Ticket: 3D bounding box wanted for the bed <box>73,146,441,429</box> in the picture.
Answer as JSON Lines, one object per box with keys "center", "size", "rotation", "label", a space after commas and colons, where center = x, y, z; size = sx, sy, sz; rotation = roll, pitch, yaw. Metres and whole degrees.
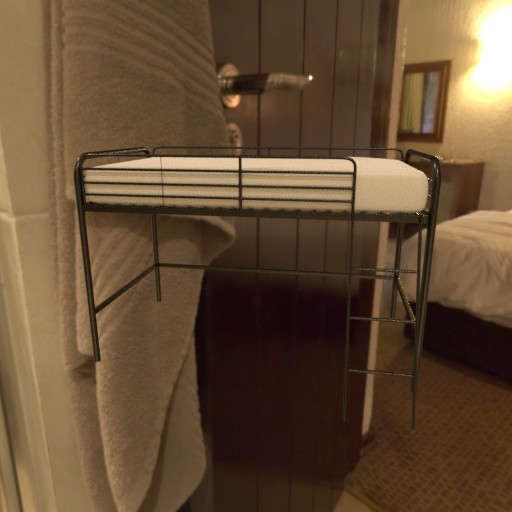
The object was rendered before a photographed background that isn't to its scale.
{"center": [0.000, 0.000, 2.812], "size": [1.968, 1.289, 1.393], "rotation": [3, 16, 10], "label": "bed"}
